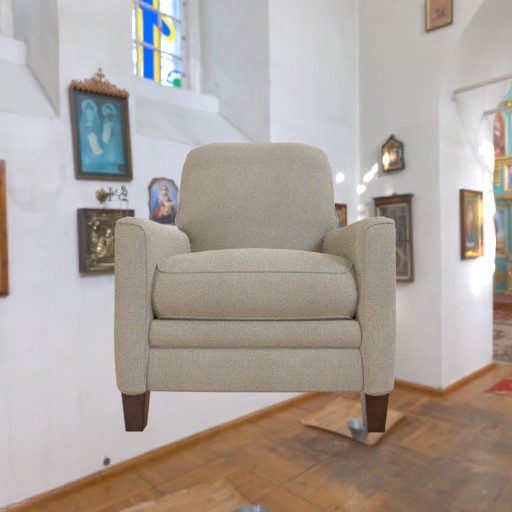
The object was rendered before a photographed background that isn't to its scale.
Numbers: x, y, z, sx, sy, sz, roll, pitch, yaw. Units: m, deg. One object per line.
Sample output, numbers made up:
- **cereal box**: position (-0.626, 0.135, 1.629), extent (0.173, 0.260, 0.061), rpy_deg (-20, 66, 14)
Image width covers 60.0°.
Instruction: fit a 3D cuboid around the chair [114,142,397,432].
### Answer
- **chair**: position (0.000, 0.000, 1.643), extent (0.850, 1.006, 0.853), rpy_deg (0, 0, 1)
